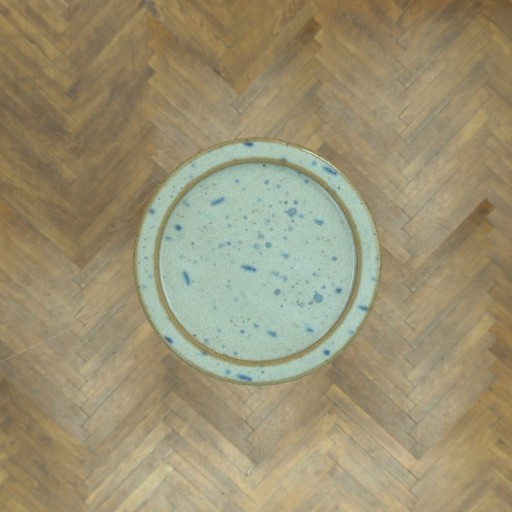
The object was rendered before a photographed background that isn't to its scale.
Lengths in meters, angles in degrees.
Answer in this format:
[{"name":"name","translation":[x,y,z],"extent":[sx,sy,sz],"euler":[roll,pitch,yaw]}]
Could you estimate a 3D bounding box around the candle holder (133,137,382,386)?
[{"name":"candle holder","translation":[0.000,0.000,0.282],"extent":[0.123,0.202,0.123],"euler":[0,92,0]}]
